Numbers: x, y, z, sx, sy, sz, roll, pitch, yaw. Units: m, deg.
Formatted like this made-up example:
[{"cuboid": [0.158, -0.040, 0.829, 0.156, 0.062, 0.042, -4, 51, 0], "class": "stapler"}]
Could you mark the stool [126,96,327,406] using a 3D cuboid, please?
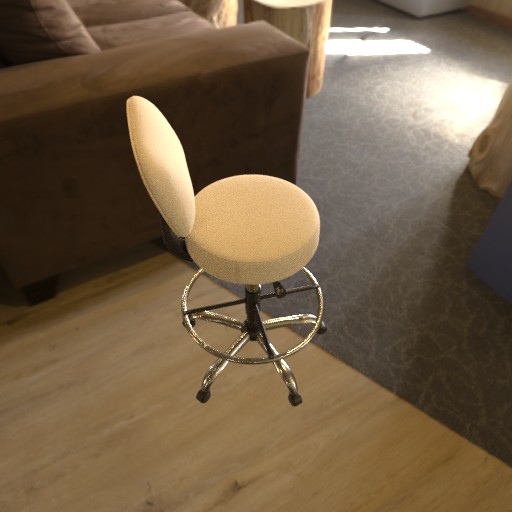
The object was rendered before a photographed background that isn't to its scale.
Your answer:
[{"cuboid": [0.000, 0.000, 1.466, 0.616, 1.080, 0.609, -11, 47, -10], "class": "stool"}]
